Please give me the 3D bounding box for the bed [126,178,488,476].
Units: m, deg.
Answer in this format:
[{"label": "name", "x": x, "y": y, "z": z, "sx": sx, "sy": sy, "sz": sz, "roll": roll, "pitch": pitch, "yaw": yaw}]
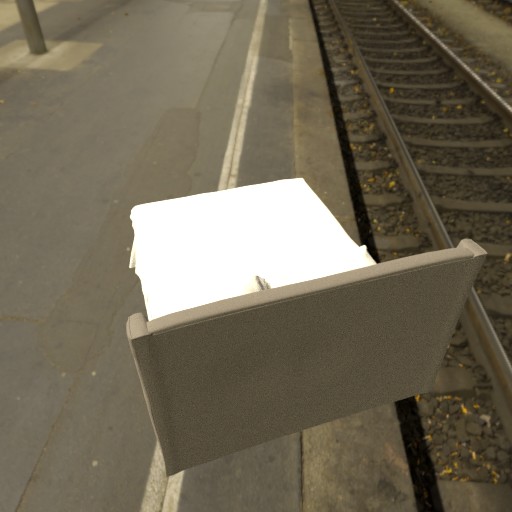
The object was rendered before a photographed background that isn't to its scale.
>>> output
[{"label": "bed", "x": 0.000, "y": 0.000, "z": 3.382, "sx": 1.925, "sy": 1.332, "sz": 2.276, "roll": -12, "pitch": 40, "yaw": -14}]
